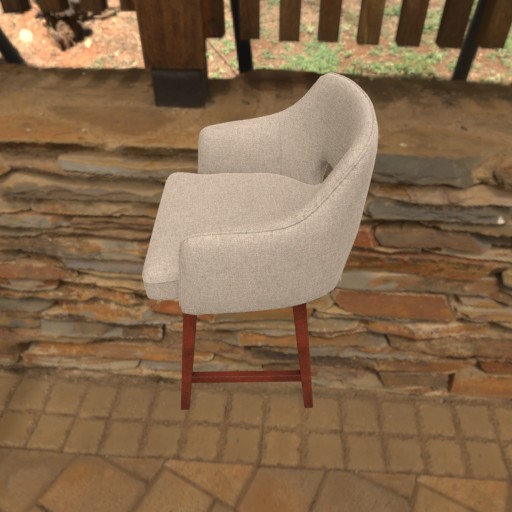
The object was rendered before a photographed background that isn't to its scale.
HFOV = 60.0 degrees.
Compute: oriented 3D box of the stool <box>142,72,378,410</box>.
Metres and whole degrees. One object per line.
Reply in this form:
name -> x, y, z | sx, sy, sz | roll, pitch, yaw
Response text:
stool -> 0.000, 0.000, 1.325 | 0.558, 0.944, 0.599 | -1, 41, -1
